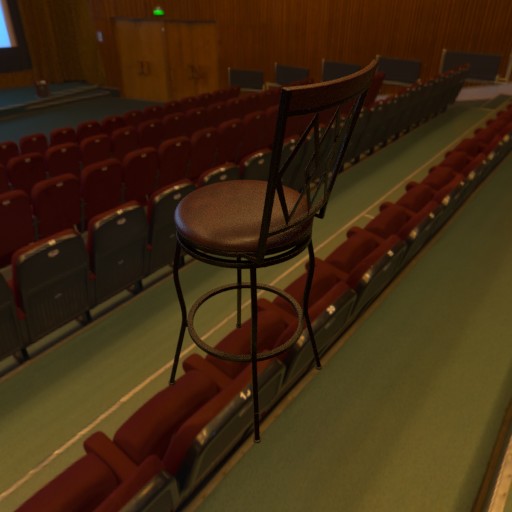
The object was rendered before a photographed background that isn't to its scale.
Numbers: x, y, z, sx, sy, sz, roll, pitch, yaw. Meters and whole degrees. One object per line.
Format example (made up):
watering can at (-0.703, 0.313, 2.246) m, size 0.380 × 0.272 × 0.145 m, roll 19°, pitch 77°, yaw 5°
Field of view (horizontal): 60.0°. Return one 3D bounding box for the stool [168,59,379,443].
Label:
stool at (0.000, 0.000, 1.394) m, size 0.521 × 1.134 × 0.432 m, roll 22°, pitch 39°, yaw 31°
